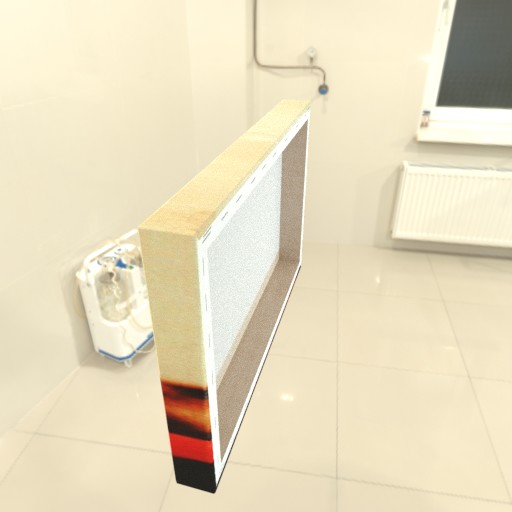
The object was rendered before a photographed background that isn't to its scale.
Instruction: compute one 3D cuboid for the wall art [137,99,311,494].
[{"bbox_3d":[0.000,0.000,0.478,0.037,0.251,0.383,8,32,14],"label":"wall art"}]
